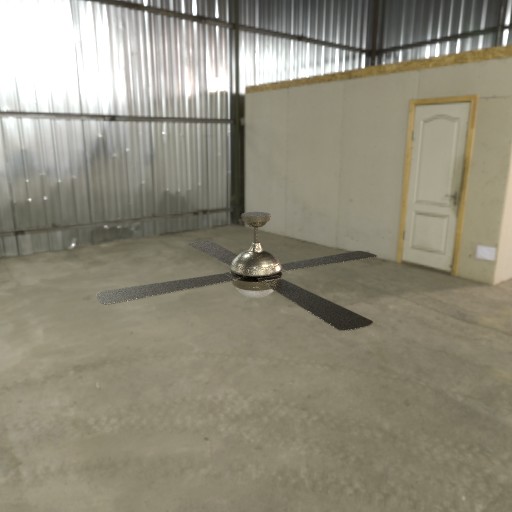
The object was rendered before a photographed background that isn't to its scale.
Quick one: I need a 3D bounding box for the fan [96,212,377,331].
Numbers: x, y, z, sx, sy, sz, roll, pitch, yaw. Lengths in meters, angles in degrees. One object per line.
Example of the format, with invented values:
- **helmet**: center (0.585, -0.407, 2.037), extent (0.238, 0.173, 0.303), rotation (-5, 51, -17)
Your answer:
- **fan**: center (0.000, 0.000, 1.996), extent (1.321, 0.381, 1.321), rotation (-2, 15, -8)
